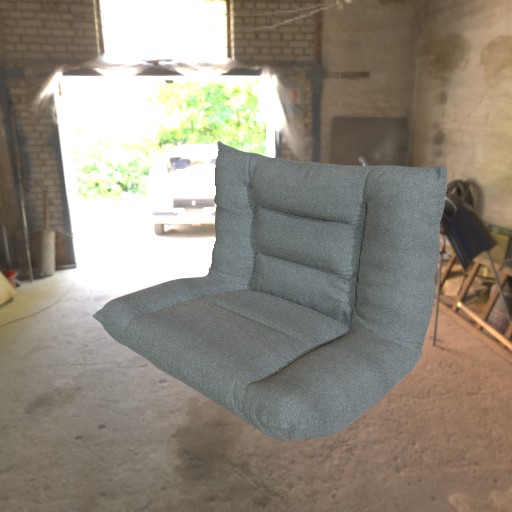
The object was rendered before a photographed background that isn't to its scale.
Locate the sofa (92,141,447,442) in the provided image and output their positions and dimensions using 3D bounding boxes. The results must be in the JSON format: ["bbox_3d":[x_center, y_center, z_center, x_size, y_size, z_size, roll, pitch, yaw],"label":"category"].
[{"bbox_3d":[0.000,0.000,1.688,1.144,0.795,0.847,16,23,42],"label":"sofa"}]
